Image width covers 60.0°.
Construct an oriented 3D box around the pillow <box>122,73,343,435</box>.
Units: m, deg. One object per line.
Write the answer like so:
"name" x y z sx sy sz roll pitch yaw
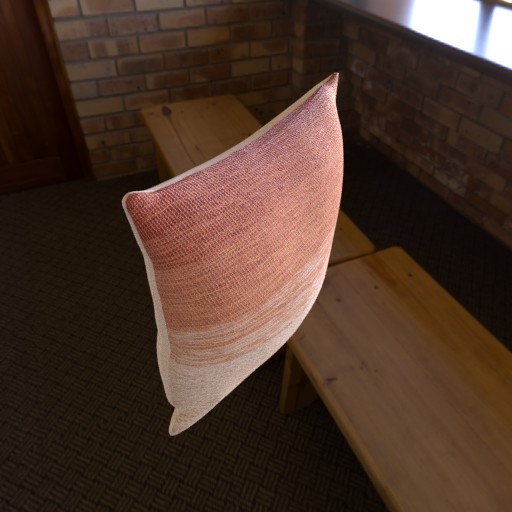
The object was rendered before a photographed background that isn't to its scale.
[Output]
"pillow" 0.000 0.000 0.677 0.182 0.441 0.440 25 47 26
